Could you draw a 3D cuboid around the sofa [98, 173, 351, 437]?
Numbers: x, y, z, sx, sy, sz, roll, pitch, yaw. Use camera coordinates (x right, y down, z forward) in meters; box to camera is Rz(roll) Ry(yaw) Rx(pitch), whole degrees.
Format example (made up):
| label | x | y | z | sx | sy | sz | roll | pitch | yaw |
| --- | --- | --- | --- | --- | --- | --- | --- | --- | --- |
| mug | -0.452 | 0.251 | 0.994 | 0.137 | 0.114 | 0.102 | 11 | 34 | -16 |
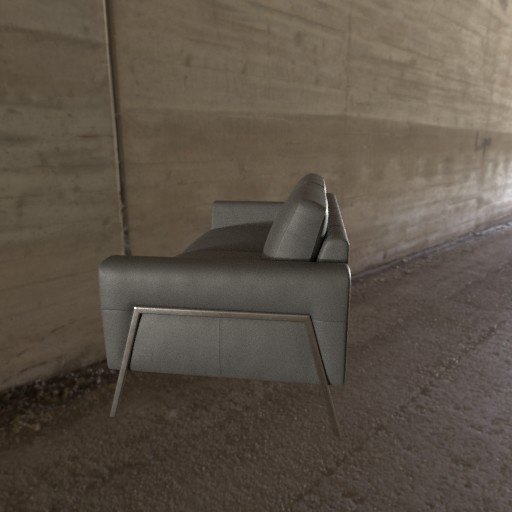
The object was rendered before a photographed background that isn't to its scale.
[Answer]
| label | x | y | z | sx | sy | sz | roll | pitch | yaw |
| --- | --- | --- | --- | --- | --- | --- | --- | --- | --- |
| sofa | 0.000 | 0.000 | 2.596 | 0.953 | 0.875 | 2.017 | 2 | 14 | 8 |
